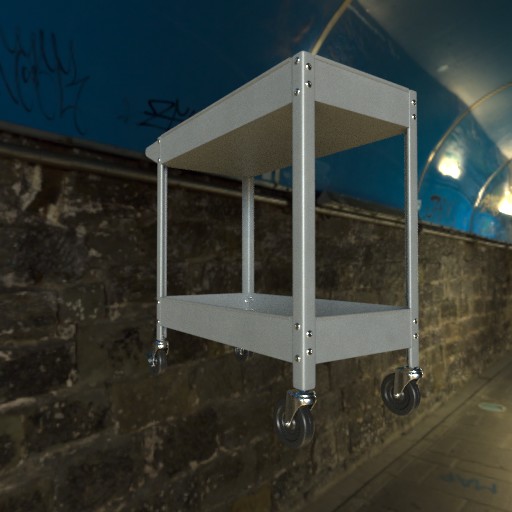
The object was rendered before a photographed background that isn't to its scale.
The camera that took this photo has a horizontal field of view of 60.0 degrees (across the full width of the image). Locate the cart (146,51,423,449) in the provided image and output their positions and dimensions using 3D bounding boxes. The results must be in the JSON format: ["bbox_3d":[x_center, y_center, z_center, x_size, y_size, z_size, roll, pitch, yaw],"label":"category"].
[{"bbox_3d":[0.000,0.000,1.186,0.366,0.719,0.779,1,-1,-35],"label":"cart"}]
